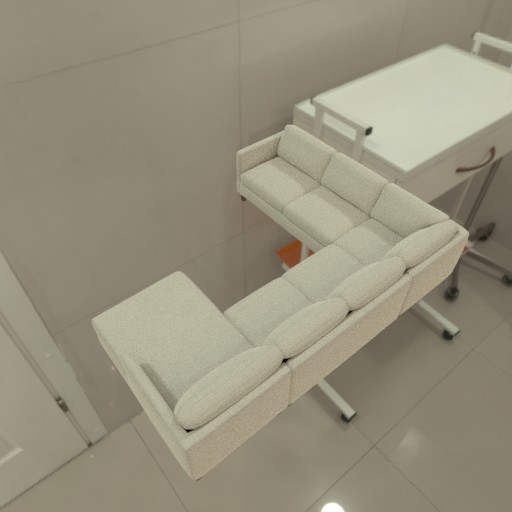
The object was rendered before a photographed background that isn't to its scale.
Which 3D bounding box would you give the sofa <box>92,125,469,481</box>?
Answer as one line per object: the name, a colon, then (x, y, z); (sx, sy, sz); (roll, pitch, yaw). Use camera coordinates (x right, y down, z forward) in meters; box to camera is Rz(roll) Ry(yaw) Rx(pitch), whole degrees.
sofa: (0.000, 0.000, 4.354); (3.238, 0.853, 2.551); (-30, 53, -26)
